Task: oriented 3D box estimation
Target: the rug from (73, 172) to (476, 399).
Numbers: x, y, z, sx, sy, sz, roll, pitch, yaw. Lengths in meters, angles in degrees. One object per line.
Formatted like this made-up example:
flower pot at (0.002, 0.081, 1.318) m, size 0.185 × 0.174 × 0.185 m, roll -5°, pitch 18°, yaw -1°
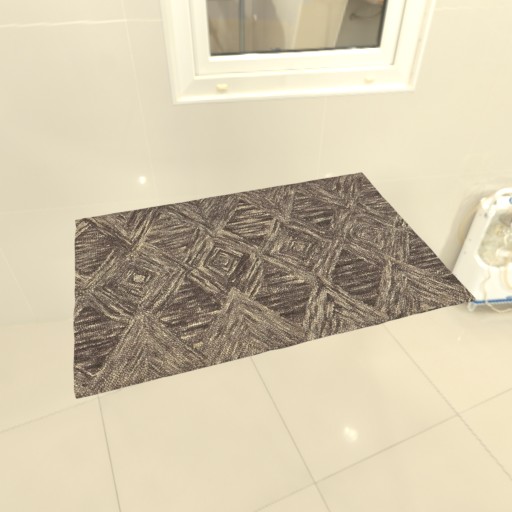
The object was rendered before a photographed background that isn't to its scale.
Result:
rug at (0.000, 0.000, 2.310) m, size 1.814 × 0.012 × 1.186 m, roll -11°, pitch 43°, yaw -12°
